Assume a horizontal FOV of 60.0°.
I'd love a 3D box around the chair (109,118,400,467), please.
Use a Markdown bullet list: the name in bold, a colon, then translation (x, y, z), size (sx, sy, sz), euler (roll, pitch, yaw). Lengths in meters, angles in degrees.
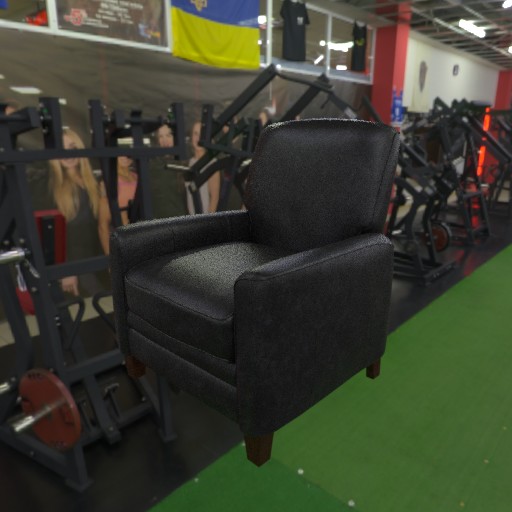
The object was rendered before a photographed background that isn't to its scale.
- **chair**: translation (0.000, 0.000, 1.688), size (0.848, 1.014, 0.864), euler (15, 22, 42)
